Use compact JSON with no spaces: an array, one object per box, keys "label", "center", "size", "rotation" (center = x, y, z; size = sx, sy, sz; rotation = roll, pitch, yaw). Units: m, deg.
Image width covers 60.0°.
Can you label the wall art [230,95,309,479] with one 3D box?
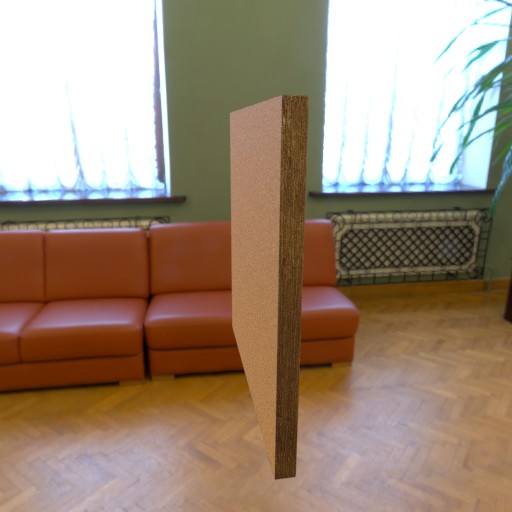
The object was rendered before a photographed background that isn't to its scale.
[{"label":"wall art","center":[0.000,0.000,0.945],"size":[0.042,0.608,0.611],"rotation":[-3,16,-9]}]
